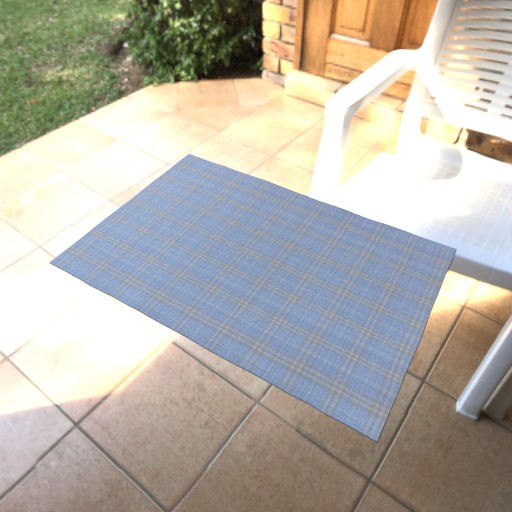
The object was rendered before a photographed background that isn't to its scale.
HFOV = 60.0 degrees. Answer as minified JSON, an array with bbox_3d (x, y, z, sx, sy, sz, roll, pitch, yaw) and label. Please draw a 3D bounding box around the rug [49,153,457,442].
[{"bbox_3d":[0.000,0.000,2.387,1.835,0.012,1.231,23,50,21],"label":"rug"}]
